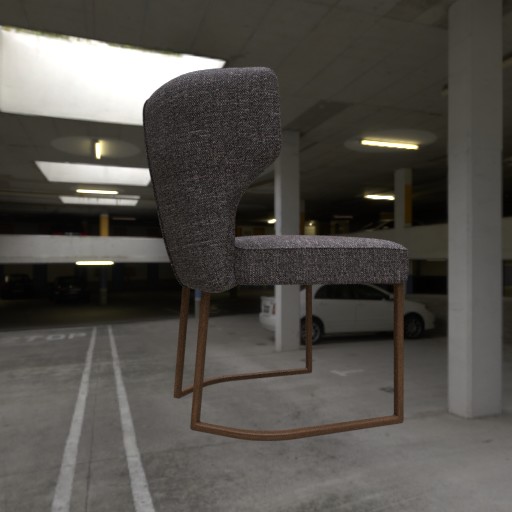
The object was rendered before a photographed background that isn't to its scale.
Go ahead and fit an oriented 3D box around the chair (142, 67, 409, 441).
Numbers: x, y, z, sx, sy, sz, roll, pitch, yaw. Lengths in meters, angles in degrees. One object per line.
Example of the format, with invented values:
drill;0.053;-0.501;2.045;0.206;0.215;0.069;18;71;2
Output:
chair;0.000;0.000;1.235;0.617;0.824;0.611;0;0;-19
